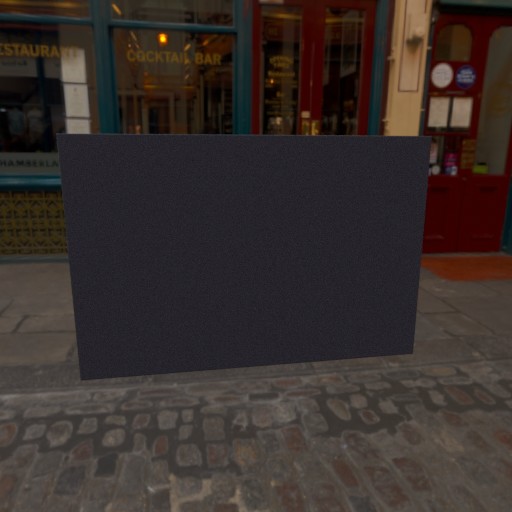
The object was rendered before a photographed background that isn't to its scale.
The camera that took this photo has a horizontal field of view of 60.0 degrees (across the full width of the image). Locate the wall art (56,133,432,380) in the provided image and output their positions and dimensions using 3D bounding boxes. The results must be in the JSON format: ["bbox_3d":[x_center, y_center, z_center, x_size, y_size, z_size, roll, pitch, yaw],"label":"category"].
[{"bbox_3d":[0.000,0.000,1.147,0.908,0.604,0.037,-2,13,-9],"label":"wall art"}]
